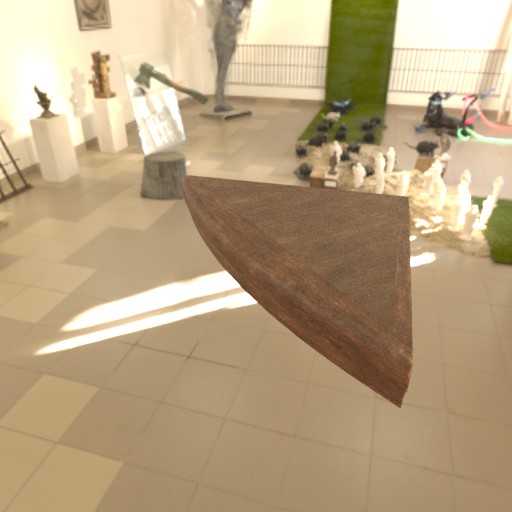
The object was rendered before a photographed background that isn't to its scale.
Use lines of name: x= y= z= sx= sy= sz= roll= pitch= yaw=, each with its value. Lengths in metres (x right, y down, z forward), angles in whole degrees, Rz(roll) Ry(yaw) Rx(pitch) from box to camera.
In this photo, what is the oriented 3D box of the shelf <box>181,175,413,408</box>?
shelf: x=0.000 y=0.000 z=0.474 sx=0.310 sy=0.050 sz=0.310 roll=8 pitch=31 yaw=14
